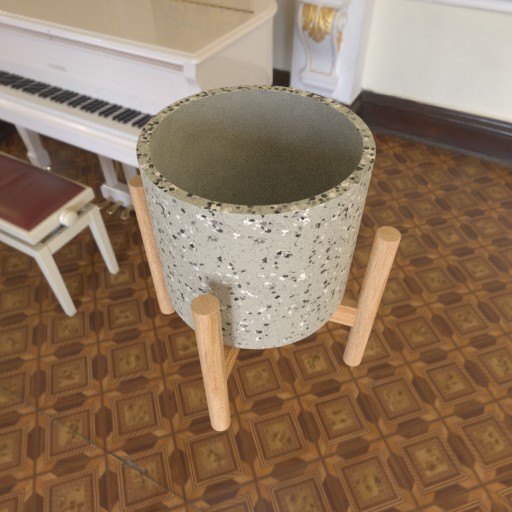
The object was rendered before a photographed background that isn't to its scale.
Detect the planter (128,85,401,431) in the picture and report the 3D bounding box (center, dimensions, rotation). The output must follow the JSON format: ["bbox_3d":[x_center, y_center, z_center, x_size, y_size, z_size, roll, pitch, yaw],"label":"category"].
[{"bbox_3d":[0.000,0.000,0.532,0.284,0.320,0.284,32,54,27],"label":"planter"}]
